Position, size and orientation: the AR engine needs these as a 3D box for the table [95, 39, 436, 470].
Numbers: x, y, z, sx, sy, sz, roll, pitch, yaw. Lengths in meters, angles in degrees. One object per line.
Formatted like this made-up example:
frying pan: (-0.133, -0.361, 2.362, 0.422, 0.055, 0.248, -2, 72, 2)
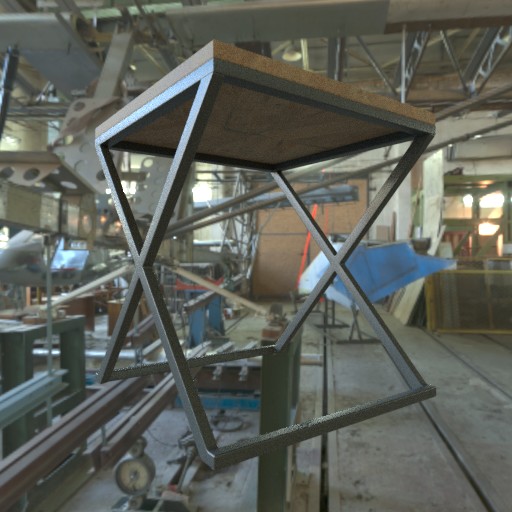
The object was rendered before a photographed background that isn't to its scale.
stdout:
table: (0.000, 0.000, 0.905, 0.499, 0.550, 0.498, 0, 0, -37)
